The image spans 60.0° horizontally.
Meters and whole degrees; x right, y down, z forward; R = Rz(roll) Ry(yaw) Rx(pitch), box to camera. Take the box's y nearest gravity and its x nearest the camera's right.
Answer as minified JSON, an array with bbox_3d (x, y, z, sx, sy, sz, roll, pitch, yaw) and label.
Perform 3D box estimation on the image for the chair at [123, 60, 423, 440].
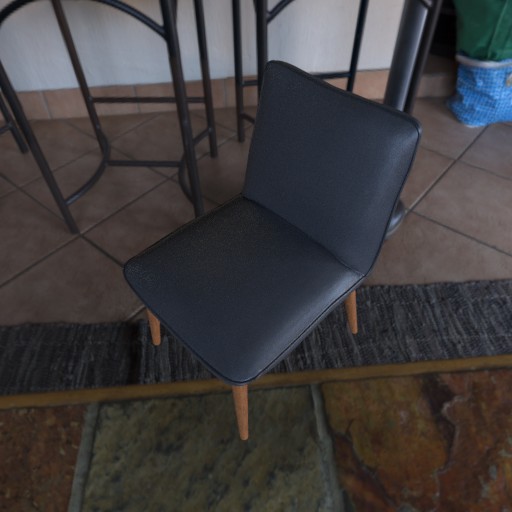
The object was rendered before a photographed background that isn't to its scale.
[{"bbox_3d":[0.000,0.000,1.236,0.543,0.801,0.645,33,55,27],"label":"chair"}]
